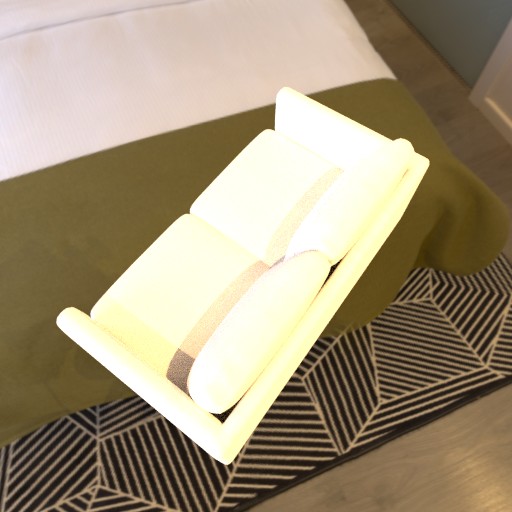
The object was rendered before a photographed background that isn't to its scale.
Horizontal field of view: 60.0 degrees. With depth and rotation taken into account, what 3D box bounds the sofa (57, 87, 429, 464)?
[{"bbox_3d":[0.000,0.000,2.261,0.940,0.893,1.713,33,67,16],"label":"sofa"}]
